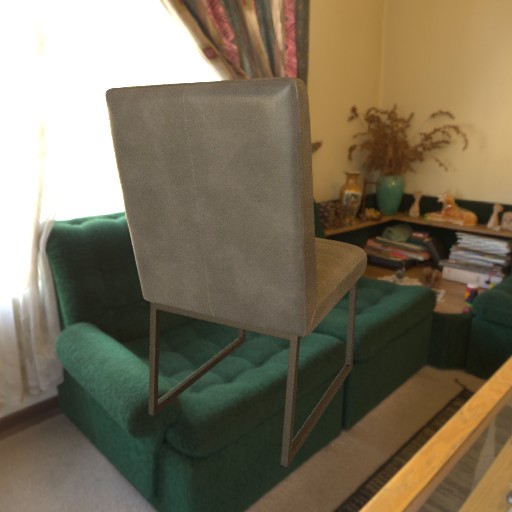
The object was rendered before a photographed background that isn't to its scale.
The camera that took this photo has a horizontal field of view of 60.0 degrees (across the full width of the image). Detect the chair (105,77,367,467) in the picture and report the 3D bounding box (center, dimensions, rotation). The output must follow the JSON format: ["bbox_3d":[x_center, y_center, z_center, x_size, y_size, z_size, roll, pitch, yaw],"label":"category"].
[{"bbox_3d":[0.000,0.000,1.324,0.520,0.930,0.634,9,18,27],"label":"chair"}]
